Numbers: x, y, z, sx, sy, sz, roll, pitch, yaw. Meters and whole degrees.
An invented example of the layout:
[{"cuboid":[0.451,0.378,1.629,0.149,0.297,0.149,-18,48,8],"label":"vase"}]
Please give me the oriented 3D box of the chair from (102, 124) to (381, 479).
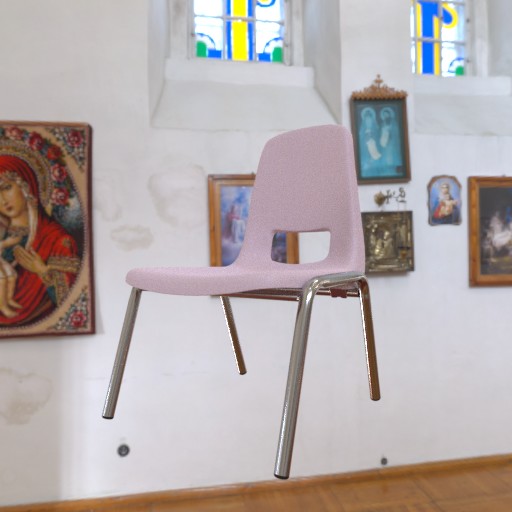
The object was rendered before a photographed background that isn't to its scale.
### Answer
[{"cuboid":[0.000,0.000,0.779,0.354,0.536,0.385,0,0,35],"label":"chair"}]
